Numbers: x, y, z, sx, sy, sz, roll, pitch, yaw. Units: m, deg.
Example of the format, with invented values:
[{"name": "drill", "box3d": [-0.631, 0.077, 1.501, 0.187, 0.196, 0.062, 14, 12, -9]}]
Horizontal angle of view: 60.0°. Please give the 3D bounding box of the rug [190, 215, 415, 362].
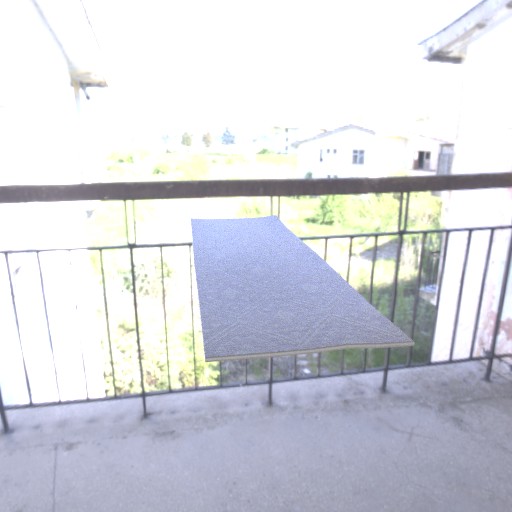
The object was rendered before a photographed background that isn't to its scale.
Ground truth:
[{"name": "rug", "box3d": [0.000, 0.000, 2.684, 0.752, 0.051, 2.452, -2, 16, -9]}]
